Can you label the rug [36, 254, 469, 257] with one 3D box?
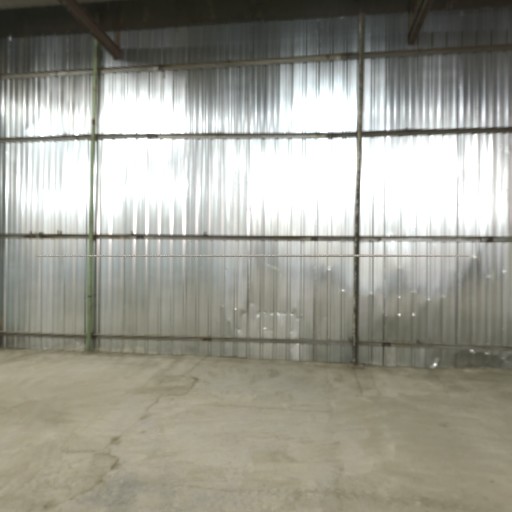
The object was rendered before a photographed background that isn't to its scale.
[{"bbox_3d":[0.000,0.000,3.875,2.980,0.012,2.363,0,0,36],"label":"rug"}]
